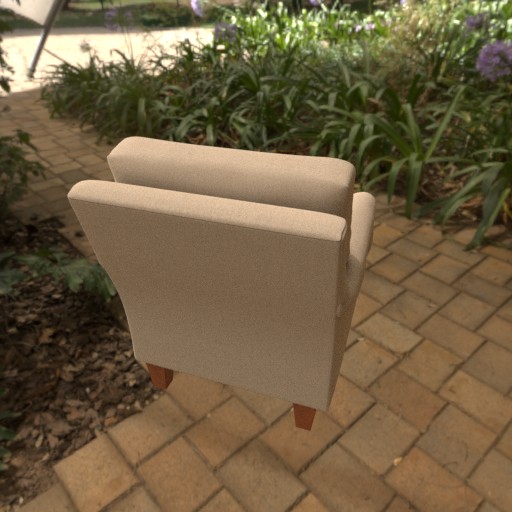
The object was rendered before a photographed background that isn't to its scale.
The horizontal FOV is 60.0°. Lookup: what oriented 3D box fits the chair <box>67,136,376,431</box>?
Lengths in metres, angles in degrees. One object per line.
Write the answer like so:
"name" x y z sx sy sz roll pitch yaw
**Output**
"chair" 0.000 0.000 1.856 0.895 1.076 1.078 10 33 16
